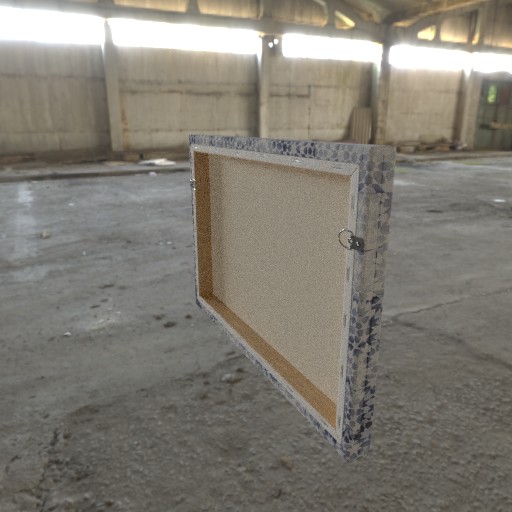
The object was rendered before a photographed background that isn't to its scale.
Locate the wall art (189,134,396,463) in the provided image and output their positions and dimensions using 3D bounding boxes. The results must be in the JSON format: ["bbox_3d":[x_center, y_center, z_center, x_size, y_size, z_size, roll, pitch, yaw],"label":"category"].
[{"bbox_3d":[0.000,0.000,1.185,0.057,0.608,0.911,-8,18,-25],"label":"wall art"}]
